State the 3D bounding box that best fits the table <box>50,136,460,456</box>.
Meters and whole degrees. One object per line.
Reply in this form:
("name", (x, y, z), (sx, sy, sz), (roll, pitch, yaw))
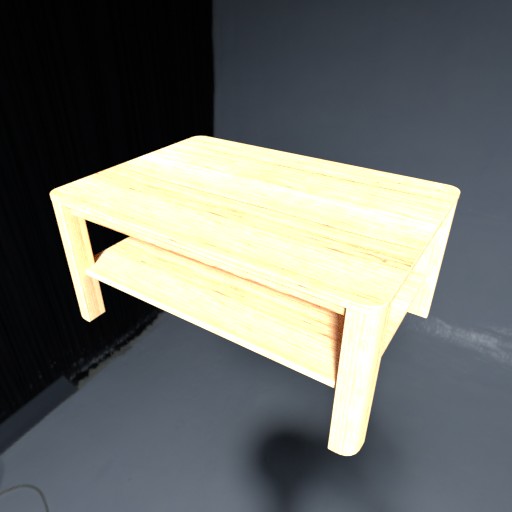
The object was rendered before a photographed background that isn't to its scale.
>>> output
("table", (0.000, 0.000, 1.398), (0.997, 0.445, 0.696), (19, 36, 28))
